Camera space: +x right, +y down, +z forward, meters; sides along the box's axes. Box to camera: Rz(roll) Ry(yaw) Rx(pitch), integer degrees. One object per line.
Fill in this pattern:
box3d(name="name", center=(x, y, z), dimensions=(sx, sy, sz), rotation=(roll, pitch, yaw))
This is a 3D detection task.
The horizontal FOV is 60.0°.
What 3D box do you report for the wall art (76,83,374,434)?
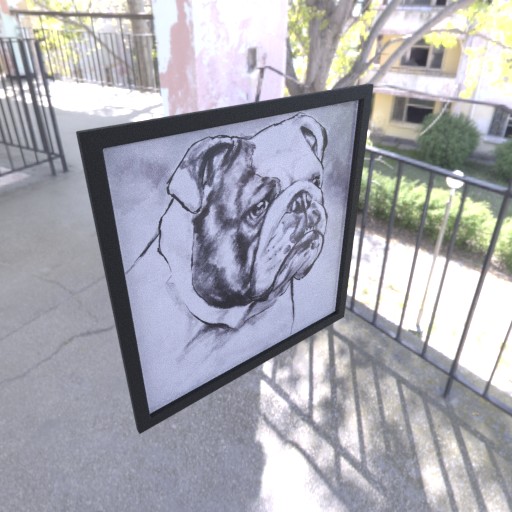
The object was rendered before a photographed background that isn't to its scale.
box3d(name="wall art", center=(0.000, 0.000, 0.987), dimensions=(0.663, 0.659, 0.016), rotation=(-22, 37, -32))
